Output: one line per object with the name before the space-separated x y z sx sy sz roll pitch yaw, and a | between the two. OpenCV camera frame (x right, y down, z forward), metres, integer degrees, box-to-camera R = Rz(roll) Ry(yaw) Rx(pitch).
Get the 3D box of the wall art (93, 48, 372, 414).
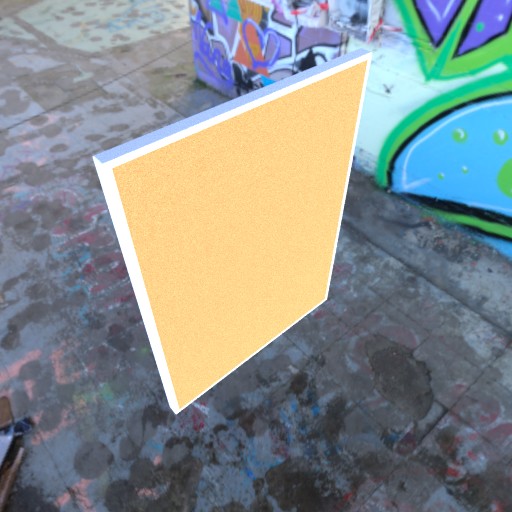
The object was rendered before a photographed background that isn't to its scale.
wall art | 0.000 0.000 1.607 0.914 1.221 0.046 -32 54 -27
